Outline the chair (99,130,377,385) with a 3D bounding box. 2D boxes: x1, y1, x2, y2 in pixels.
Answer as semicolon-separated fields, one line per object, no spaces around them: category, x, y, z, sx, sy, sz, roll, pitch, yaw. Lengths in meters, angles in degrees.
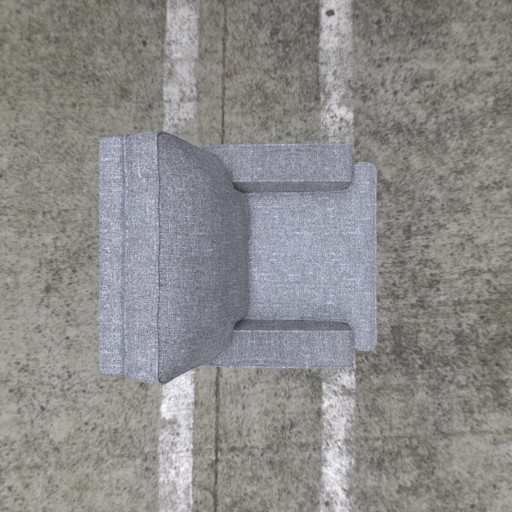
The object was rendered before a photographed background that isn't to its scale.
chair;0.000;0.000;1.715;0.964;0.962;0.861;0;90;0
